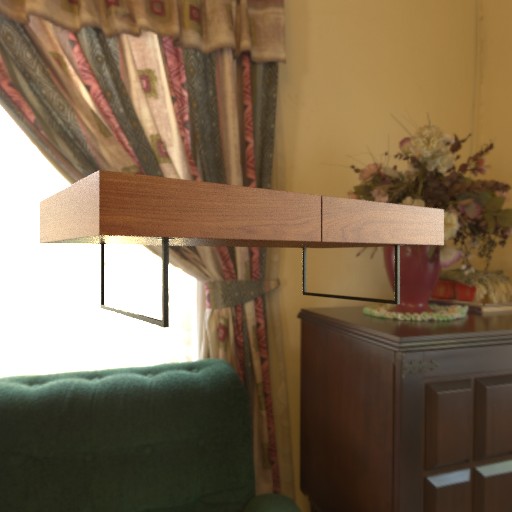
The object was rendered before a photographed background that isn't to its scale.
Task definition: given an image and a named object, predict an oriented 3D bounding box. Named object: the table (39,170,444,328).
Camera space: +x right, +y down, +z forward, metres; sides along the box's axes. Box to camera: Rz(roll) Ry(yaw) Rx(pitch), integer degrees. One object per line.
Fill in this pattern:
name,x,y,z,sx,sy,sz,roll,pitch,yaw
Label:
table,0.000,0.000,1.458,1.194,0.330,0.610,0,0,-36
